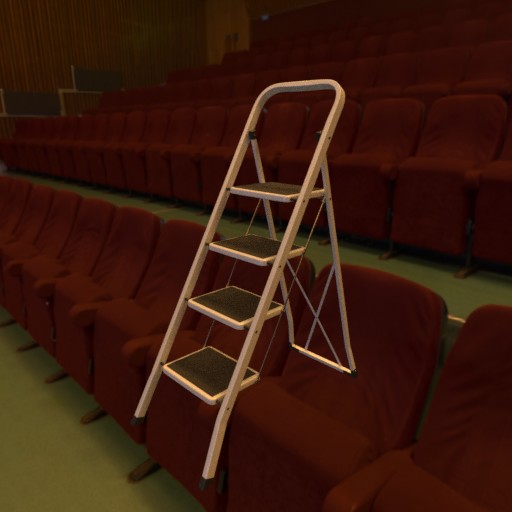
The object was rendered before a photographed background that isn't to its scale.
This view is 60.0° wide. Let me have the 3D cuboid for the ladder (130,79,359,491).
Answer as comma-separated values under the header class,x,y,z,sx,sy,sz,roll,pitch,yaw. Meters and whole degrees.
class,x,y,z,sx,sy,sz,roll,pitch,yaw
ladder,0.000,0.000,1.682,0.914,1.265,0.460,-16,23,-42
